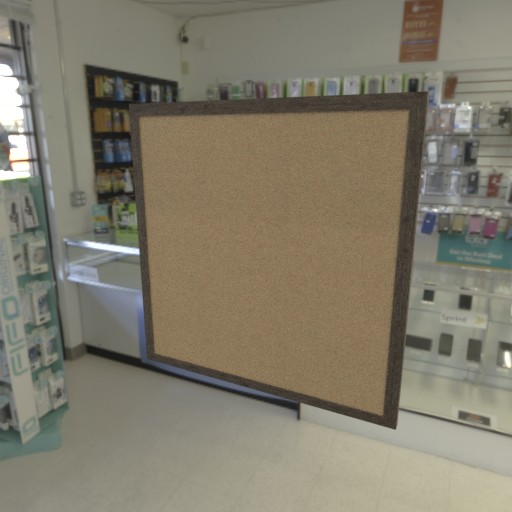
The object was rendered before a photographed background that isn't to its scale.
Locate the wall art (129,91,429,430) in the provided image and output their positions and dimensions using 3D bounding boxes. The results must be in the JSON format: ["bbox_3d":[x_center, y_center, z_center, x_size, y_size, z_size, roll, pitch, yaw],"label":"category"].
[{"bbox_3d":[0.000,0.000,0.682,0.457,0.457,0.013,8,17,26],"label":"wall art"}]
